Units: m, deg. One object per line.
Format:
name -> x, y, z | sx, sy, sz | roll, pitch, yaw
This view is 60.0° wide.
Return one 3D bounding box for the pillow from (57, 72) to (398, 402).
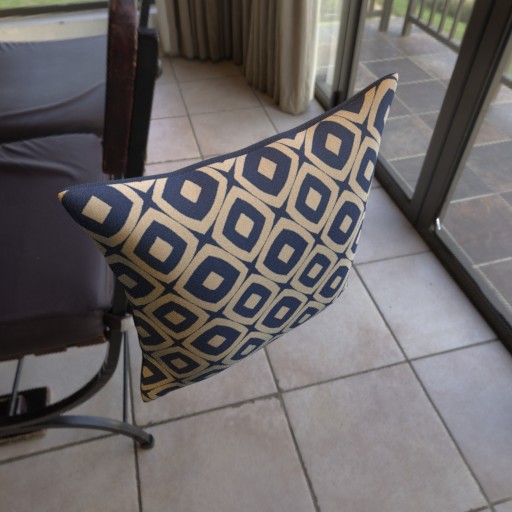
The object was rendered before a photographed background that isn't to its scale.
pillow -> 0.000, 0.000, 0.739 | 0.504, 0.494, 0.188 | -26, 52, -22
